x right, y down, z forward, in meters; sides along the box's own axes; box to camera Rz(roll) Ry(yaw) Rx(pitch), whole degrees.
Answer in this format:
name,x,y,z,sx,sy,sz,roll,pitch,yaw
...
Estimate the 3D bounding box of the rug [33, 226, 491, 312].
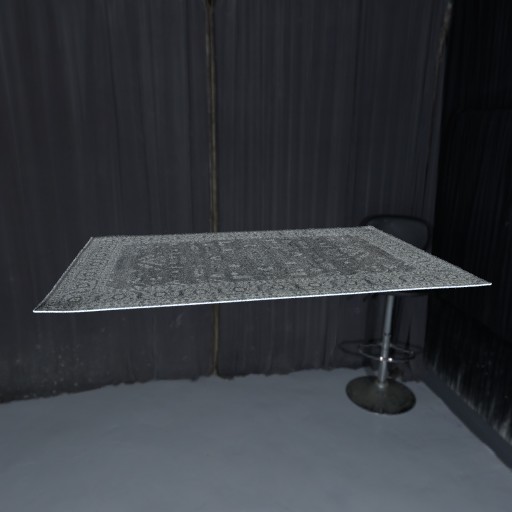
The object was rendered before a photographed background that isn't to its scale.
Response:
name,x,y,z,sx,sy,sz,roll,pitch,yaw
rug,0.000,0.000,2.295,1.828,0.019,1.209,-3,16,-10
